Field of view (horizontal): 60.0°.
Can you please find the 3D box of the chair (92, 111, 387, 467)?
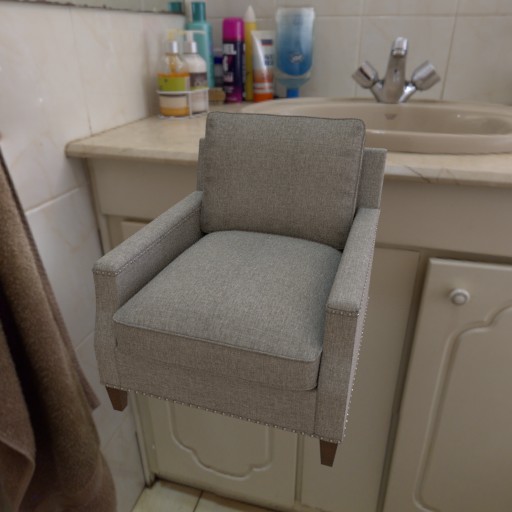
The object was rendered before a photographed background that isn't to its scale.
[{"bbox_3d":[0.000,0.000,1.695,0.853,0.943,1.014,8,27,16],"label":"chair"}]
